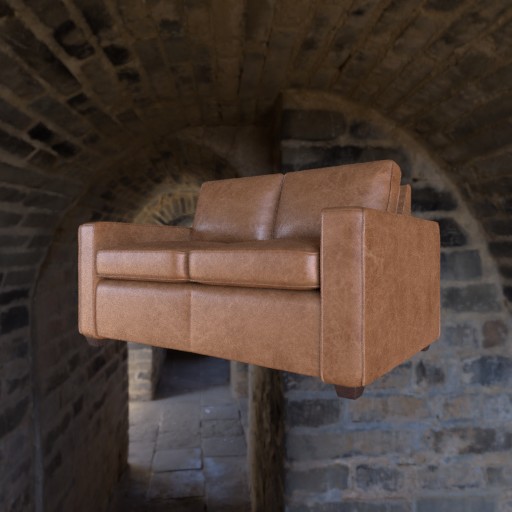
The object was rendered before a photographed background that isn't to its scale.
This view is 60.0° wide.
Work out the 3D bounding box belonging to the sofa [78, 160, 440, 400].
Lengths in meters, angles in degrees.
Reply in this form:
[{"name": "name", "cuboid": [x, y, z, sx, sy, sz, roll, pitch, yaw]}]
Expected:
[{"name": "sofa", "cuboid": [0.000, 0.000, 2.174, 1.532, 0.896, 1.020, 0, 1, 36]}]
